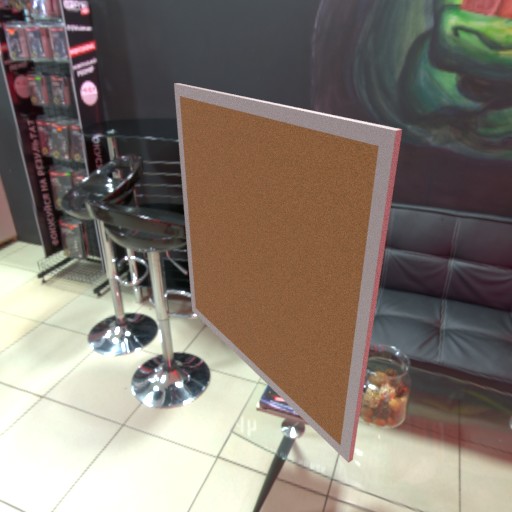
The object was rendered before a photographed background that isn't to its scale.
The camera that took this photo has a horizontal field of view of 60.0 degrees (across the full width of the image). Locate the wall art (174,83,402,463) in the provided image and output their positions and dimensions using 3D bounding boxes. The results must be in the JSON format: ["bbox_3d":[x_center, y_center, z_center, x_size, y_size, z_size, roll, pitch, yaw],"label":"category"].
[{"bbox_3d":[0.000,0.000,0.681,0.009,0.457,0.456,-18,33,-31],"label":"wall art"}]
